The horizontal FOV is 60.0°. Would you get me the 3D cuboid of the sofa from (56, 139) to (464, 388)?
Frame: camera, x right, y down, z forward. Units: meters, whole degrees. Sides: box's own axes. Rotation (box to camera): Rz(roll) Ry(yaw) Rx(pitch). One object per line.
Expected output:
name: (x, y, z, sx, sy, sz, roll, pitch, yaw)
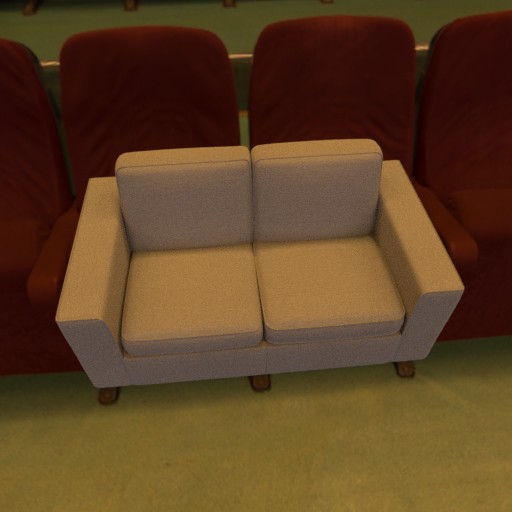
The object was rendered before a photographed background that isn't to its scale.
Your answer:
sofa: (0.000, 0.000, 2.409, 1.812, 0.924, 1.007, -4, 48, -4)
